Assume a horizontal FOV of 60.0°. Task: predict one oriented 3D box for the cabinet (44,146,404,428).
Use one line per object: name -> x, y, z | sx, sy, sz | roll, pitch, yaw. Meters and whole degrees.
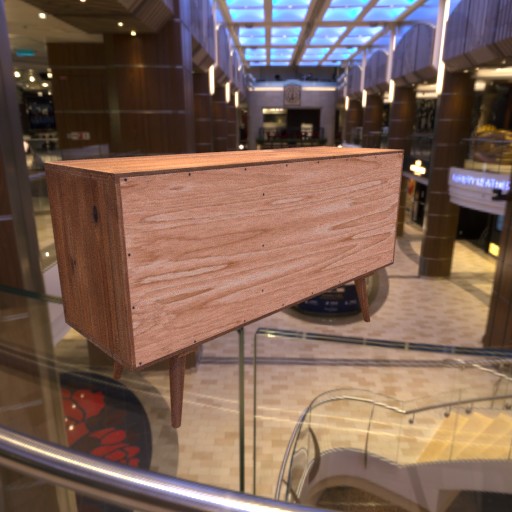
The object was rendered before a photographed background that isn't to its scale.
cabinet -> 0.000, 0.000, 1.792 | 1.400, 0.800, 0.472 | -16, 23, -42
